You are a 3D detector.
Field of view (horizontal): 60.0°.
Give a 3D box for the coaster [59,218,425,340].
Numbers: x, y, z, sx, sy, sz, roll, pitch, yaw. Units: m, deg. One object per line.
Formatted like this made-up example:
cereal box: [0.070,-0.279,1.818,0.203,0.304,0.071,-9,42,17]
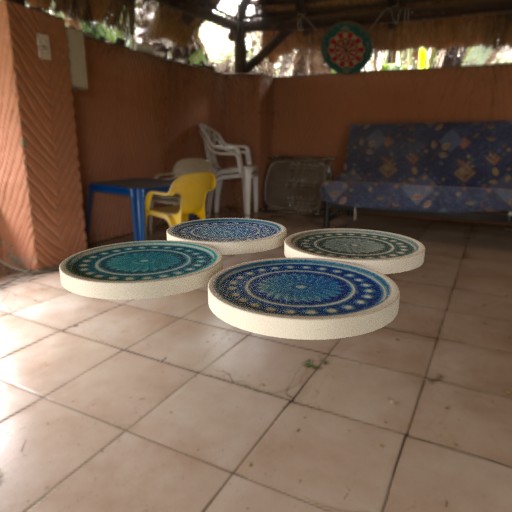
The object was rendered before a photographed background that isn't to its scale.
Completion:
coaster: [0.000,0.000,0.330,0.224,0.010,0.220,8,17,26]
